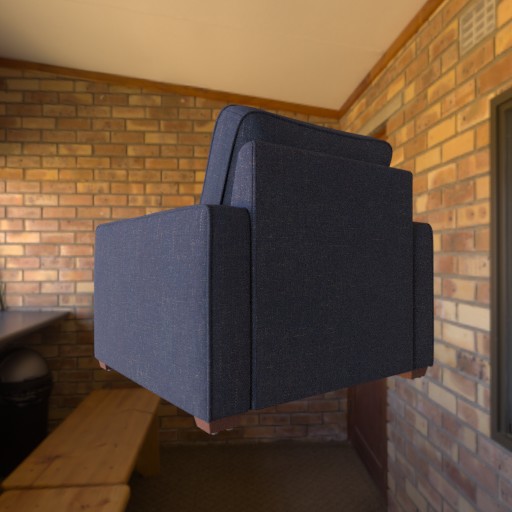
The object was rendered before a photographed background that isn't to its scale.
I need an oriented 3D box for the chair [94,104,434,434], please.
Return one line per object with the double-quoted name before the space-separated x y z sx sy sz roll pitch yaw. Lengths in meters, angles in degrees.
"chair" 0.000 0.000 1.750 1.017 0.919 0.940 0 -1 -37
